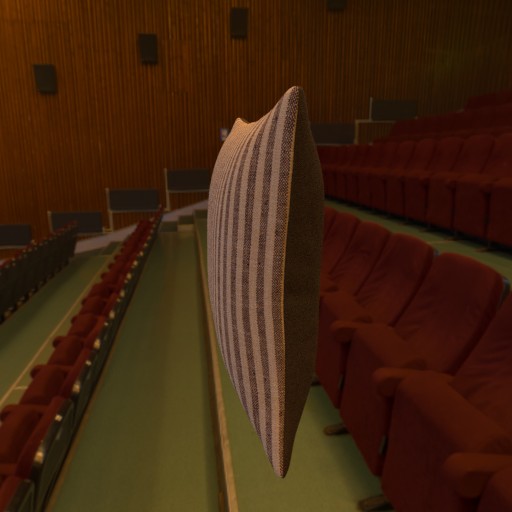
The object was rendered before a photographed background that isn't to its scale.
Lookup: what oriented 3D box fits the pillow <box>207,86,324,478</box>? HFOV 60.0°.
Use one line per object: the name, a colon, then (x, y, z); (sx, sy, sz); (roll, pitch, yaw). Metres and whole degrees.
pillow: (0.000, 0.000, 0.791); (0.166, 0.506, 0.523); (-2, 14, -9)
